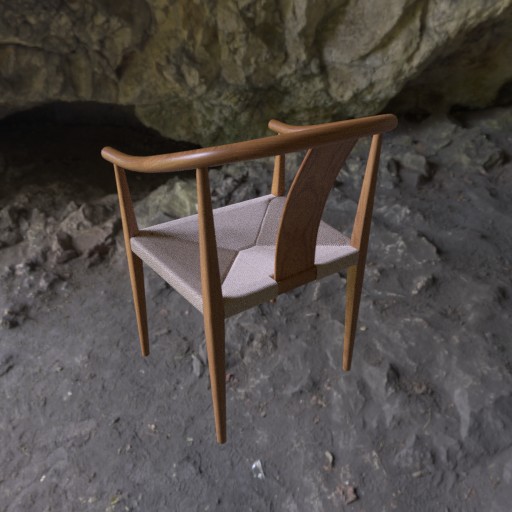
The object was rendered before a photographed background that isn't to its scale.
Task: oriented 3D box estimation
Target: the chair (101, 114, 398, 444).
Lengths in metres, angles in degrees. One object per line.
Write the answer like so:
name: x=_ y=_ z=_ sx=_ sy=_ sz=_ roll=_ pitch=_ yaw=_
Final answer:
chair: x=0.000 y=0.000 z=1.182 sx=0.556 sy=0.800 sz=0.579 roll=-19 pitch=35 yaw=-30
